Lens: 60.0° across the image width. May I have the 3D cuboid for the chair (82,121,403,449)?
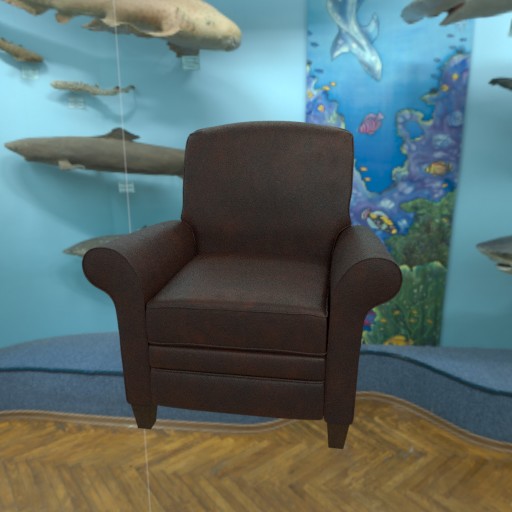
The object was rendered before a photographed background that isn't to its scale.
[{"bbox_3d":[0.000,0.000,1.754,0.978,1.061,0.902,2,15,9],"label":"chair"}]
